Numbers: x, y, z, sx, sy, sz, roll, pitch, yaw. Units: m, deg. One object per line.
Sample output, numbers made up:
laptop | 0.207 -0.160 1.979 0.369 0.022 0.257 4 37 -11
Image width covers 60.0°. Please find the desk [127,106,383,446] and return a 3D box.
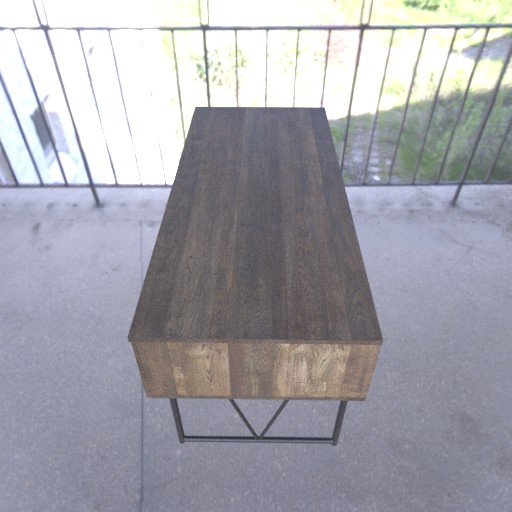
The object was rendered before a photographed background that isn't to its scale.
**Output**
desk | 0.000 0.000 2.089 0.730 0.780 1.600 1 41 1
